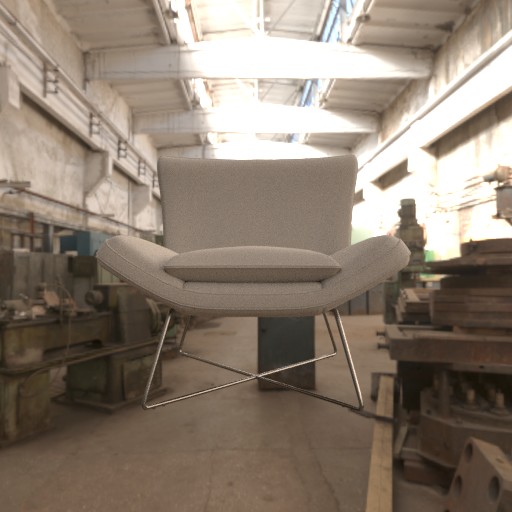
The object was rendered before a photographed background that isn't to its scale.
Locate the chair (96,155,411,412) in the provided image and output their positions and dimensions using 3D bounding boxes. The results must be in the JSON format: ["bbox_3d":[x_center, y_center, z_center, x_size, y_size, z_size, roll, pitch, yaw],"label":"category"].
[{"bbox_3d":[0.000,0.000,1.657,0.859,0.855,1.008,0,-1,1],"label":"chair"}]
